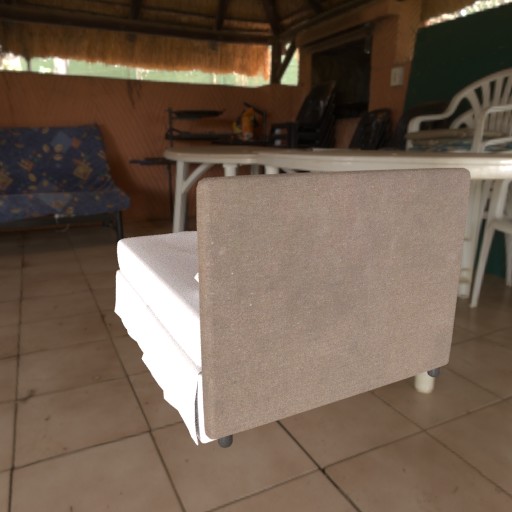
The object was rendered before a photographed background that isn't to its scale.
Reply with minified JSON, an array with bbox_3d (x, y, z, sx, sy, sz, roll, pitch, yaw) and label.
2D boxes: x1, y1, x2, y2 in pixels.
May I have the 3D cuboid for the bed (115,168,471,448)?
[{"bbox_3d":[0.000,0.000,3.221,1.723,1.330,2.142,-7,16,-27],"label":"bed"}]
